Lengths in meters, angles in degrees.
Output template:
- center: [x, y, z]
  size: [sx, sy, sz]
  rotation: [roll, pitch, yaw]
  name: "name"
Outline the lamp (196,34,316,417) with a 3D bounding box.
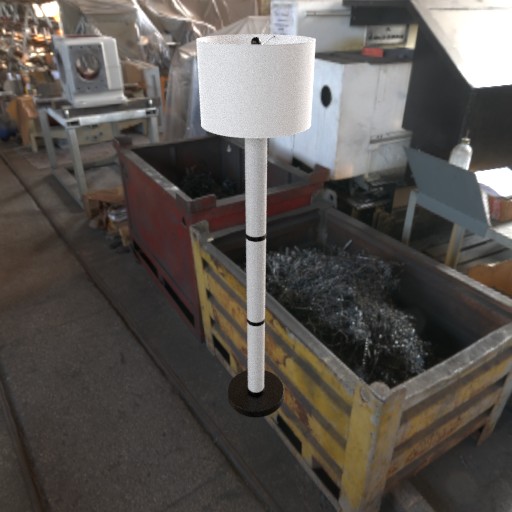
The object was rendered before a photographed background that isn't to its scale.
- center: [0.000, 0.000, 1.799]
  size: [0.377, 1.599, 0.377]
  rotation: [11, 32, 18]
  name: "lamp"
